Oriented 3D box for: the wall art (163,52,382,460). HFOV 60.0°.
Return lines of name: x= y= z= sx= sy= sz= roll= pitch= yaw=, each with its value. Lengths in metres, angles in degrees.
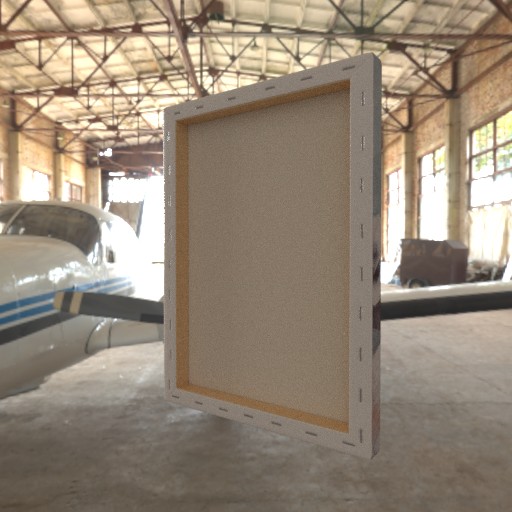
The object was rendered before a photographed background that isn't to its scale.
wall art: x=0.000 y=0.000 z=0.809 sx=0.455 sy=0.613 sz=0.037 roll=1 pitch=1 yaw=36
